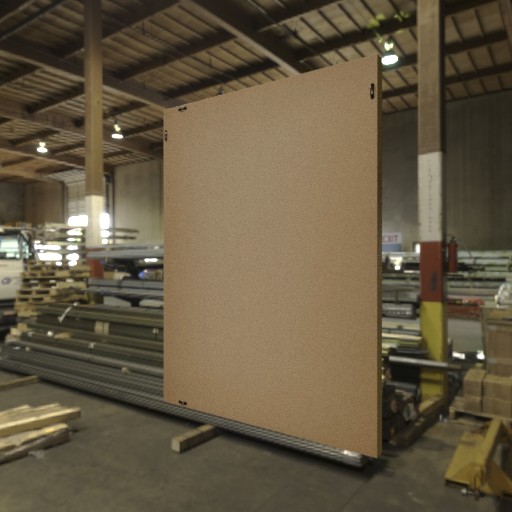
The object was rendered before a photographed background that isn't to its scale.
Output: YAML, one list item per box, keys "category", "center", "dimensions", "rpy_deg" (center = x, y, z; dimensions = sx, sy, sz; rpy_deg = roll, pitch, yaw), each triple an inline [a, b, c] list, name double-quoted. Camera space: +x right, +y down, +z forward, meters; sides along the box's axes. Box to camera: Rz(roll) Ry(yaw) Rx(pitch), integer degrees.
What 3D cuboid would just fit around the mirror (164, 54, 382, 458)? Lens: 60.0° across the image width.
- category: "mirror"
  center: [0.000, 0.000, 1.342]
  dimensions: [0.762, 1.016, 0.040]
  rpy_deg: [0, 0, 35]
